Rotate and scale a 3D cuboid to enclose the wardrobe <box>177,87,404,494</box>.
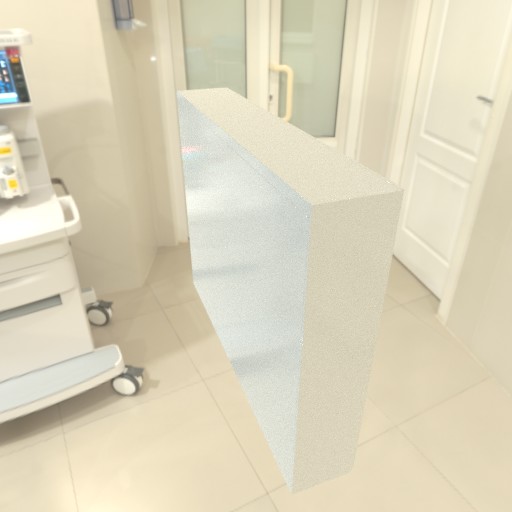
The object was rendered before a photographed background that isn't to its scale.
[{"bbox_3d":[0.000,0.000,3.997,0.580,2.360,3.000,-11,33,-18],"label":"wardrobe"}]
